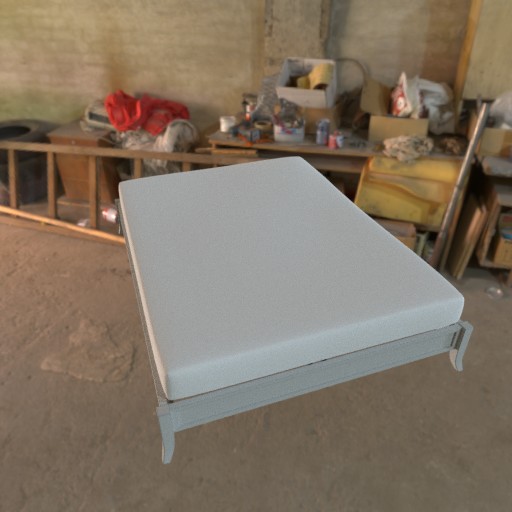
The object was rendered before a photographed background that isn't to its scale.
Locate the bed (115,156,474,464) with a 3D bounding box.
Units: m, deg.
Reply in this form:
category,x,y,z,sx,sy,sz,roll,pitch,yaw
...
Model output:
category,x,y,z,sx,sy,sz,roll,pitch,yaw
bed,0.000,0.000,2.838,1.604,0.510,2.108,-11,35,-16
